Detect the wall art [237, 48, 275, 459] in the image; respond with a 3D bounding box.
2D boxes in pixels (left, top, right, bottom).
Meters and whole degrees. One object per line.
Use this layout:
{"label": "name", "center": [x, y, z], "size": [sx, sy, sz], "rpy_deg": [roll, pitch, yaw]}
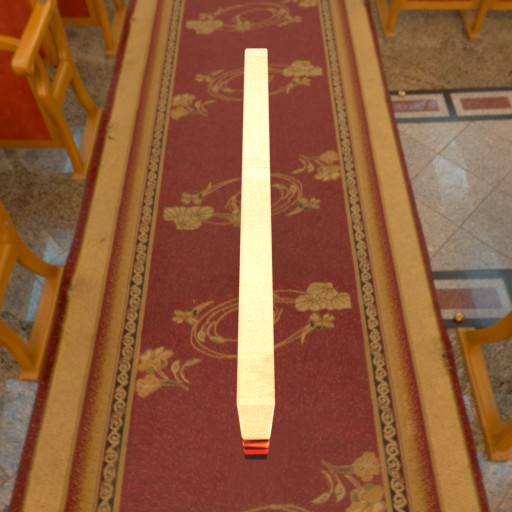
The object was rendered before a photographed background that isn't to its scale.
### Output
{"label": "wall art", "center": [0.000, 0.000, 0.790], "size": [0.040, 0.402, 0.613], "rpy_deg": [0, 58, 0]}
